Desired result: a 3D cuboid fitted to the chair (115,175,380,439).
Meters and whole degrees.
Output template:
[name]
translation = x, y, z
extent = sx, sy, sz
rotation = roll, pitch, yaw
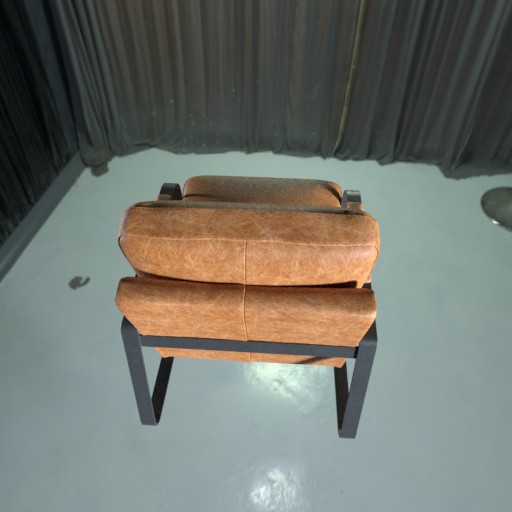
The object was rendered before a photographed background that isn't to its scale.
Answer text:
[chair]
translation = 0.000, 0.000, 1.372
extent = 0.651, 0.777, 0.801
rotation = 3, 45, 3
